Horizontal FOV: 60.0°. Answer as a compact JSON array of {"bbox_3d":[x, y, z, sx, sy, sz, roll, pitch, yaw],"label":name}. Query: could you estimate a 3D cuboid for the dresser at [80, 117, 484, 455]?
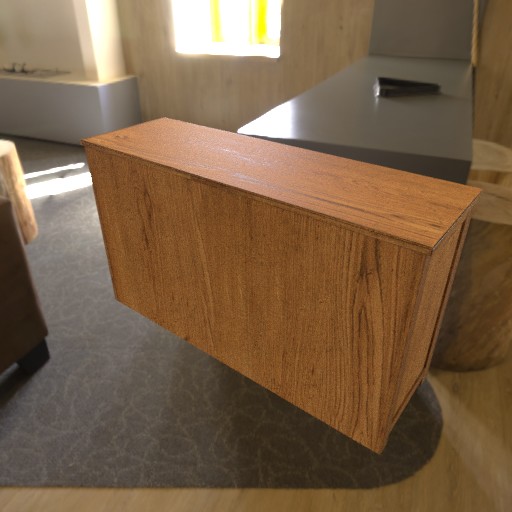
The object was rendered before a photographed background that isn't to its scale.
[{"bbox_3d":[0.000,0.000,2.076,1.657,0.932,0.563,22,37,32],"label":"dresser"}]
